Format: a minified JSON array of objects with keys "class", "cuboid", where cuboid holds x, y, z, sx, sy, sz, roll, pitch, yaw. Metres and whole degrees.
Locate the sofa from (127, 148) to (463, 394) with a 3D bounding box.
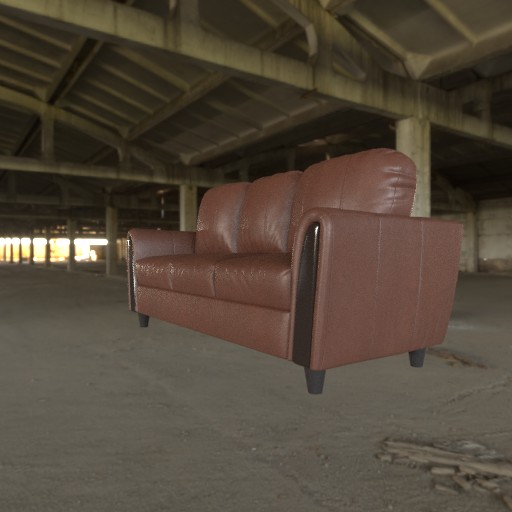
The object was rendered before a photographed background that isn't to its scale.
[{"class":"sofa","cuboid":[0.000,0.000,2.346,0.802,0.915,1.862,0,1,-35]}]
